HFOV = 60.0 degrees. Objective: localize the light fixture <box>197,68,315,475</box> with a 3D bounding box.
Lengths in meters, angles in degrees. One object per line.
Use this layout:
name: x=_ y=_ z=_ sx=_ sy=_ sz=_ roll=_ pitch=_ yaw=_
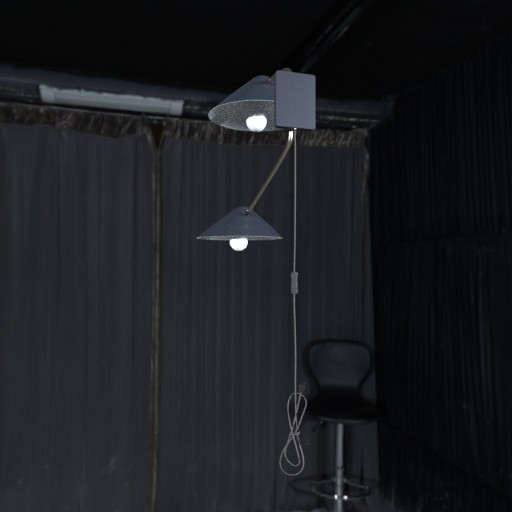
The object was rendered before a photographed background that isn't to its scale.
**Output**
light fixture: x=0.000 y=0.000 z=0.857 sx=0.189 sy=0.665 sz=0.422 roll=0 pitch=-1 yaw=-18
